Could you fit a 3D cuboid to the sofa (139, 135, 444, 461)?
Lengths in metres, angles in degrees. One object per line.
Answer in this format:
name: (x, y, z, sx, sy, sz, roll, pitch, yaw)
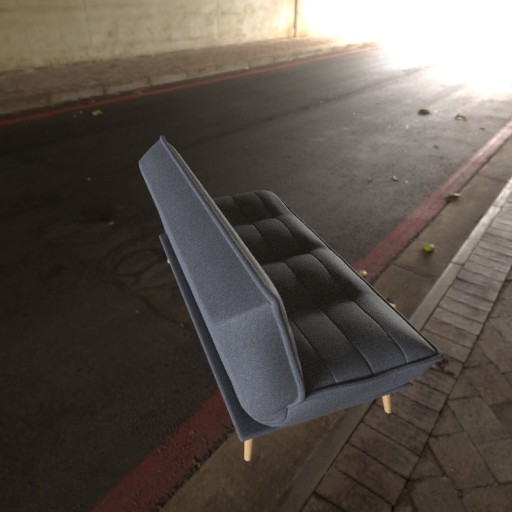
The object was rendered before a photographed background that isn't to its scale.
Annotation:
sofa: (0.000, 0.000, 2.428, 0.950, 0.890, 1.940, -11, 32, -18)
